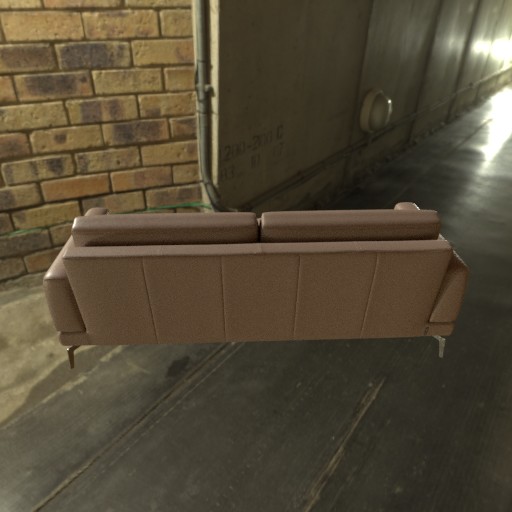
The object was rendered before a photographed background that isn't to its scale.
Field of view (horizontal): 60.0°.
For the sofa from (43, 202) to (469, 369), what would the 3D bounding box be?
[{"bbox_3d":[0.000,0.000,2.392,1.940,0.765,0.974,-1,31,-2],"label":"sofa"}]
